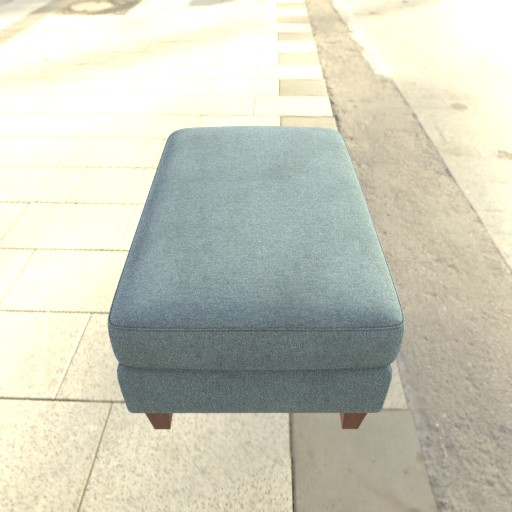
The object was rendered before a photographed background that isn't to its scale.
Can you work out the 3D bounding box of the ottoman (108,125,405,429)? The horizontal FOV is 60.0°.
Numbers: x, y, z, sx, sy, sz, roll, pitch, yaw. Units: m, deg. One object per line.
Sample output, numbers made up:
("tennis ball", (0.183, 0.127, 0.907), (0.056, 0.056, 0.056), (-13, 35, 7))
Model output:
("ottoman", (0.000, 0.000, 1.245), (0.584, 0.483, 0.864), (0, 40, 0))
